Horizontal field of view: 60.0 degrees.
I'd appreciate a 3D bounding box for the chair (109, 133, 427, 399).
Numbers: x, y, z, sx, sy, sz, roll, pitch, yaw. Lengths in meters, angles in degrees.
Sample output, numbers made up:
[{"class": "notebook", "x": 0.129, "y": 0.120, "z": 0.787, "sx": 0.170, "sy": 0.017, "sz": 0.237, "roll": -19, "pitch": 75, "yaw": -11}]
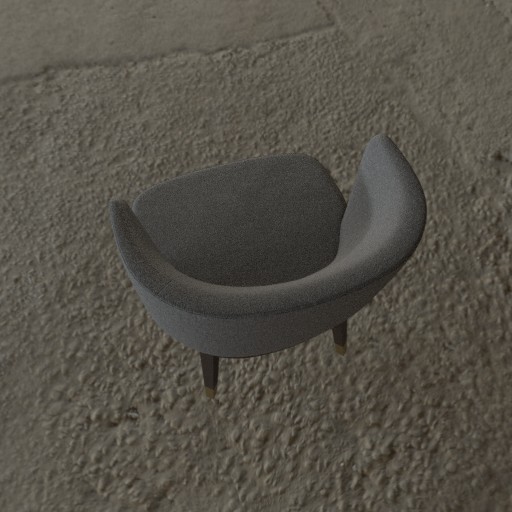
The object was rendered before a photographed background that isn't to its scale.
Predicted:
[{"class": "chair", "x": 0.000, "y": 0.000, "z": 1.226, "sx": 0.639, "sy": 0.695, "sz": 0.698, "roll": -16, "pitch": 57, "yaw": -10}]
